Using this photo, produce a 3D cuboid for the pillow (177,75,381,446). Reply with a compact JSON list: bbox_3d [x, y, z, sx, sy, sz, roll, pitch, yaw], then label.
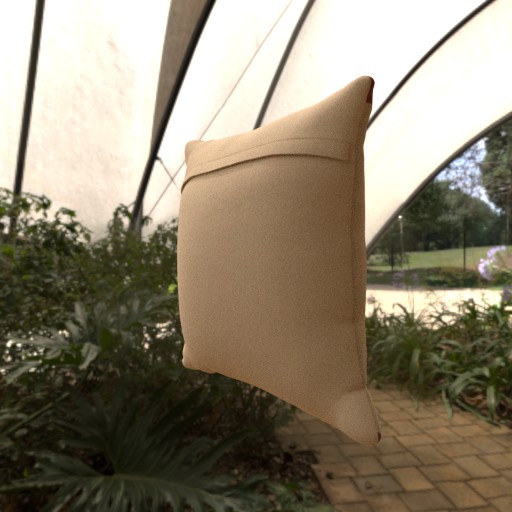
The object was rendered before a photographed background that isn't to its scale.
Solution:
[{"bbox_3d":[0.000,0.000,0.795,0.229,0.506,0.536,0,0,-37],"label":"pillow"}]
